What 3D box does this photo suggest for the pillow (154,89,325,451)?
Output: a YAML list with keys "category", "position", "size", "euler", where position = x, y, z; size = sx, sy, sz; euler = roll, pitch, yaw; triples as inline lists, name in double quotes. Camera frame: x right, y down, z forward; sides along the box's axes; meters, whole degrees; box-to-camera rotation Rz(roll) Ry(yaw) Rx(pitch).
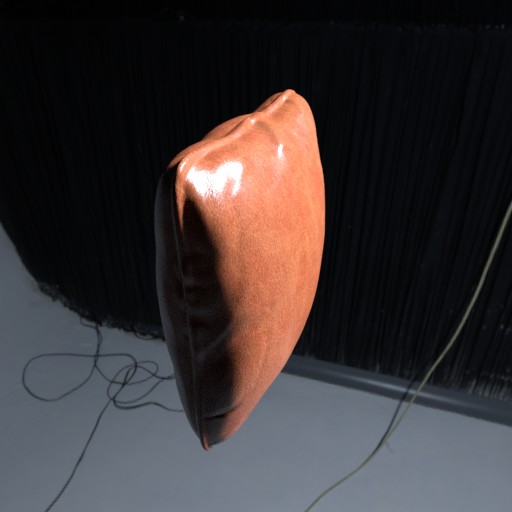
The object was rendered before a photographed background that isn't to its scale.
- category: "pillow"
  position: [0.000, 0.000, 0.831]
  size: [0.236, 0.523, 0.532]
  euler: [10, 32, 17]
